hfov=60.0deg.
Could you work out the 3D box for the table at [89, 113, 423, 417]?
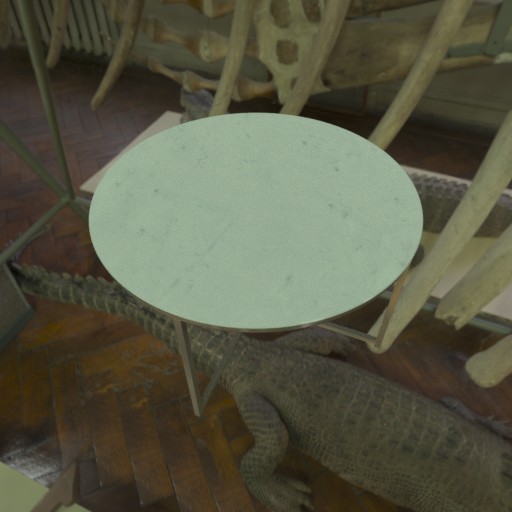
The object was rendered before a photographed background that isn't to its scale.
[{"bbox_3d":[0.000,0.000,1.257,0.800,0.450,0.800,0,46,0],"label":"table"}]
